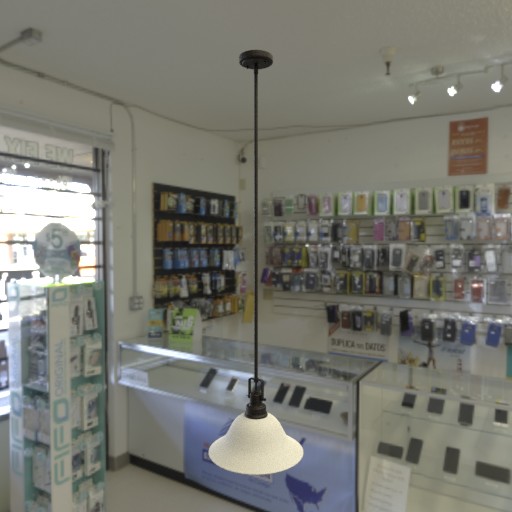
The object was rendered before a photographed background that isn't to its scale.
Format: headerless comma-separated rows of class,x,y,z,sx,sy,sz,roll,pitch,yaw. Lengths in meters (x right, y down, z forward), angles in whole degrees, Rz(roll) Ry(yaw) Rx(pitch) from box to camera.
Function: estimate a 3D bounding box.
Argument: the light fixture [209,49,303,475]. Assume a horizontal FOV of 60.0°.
light fixture,0.000,0.000,1.505,0.324,1.337,0.324,1,2,34
